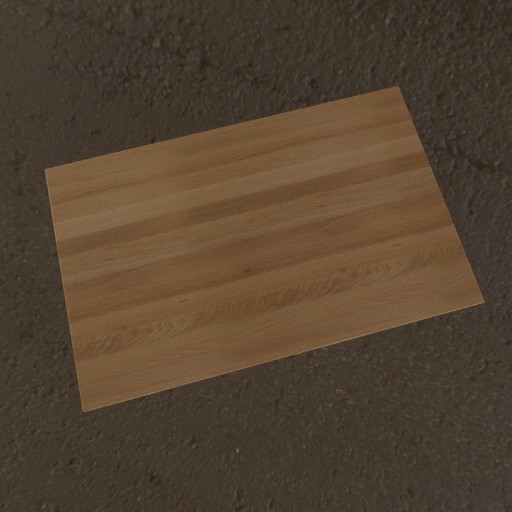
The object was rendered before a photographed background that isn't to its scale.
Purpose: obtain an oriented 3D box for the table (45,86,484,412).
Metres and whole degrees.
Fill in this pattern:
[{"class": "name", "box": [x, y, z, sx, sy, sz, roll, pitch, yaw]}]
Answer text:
[{"class": "table", "box": [0.000, 0.000, 1.501, 1.100, 0.510, 0.700, -14, 76, -4]}]
